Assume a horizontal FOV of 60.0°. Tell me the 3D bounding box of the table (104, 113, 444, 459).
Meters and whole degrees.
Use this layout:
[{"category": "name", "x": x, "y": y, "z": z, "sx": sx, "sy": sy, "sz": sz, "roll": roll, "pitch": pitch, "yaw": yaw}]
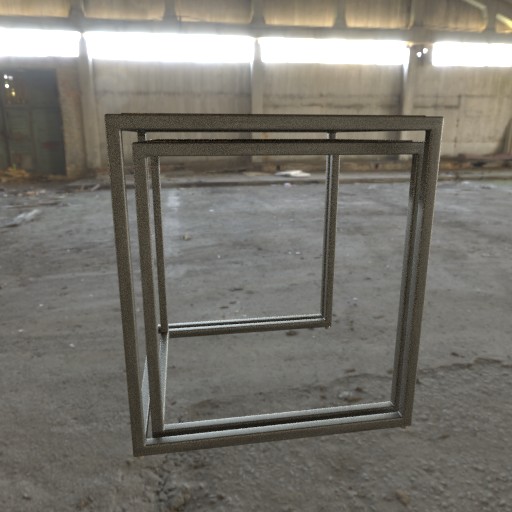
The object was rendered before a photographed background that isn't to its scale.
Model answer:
[{"category": "table", "x": 0.000, "y": 0.000, "z": 0.850, "sx": 0.449, "sy": 0.500, "sz": 0.450, "roll": -3, "pitch": 15, "yaw": -9}]
